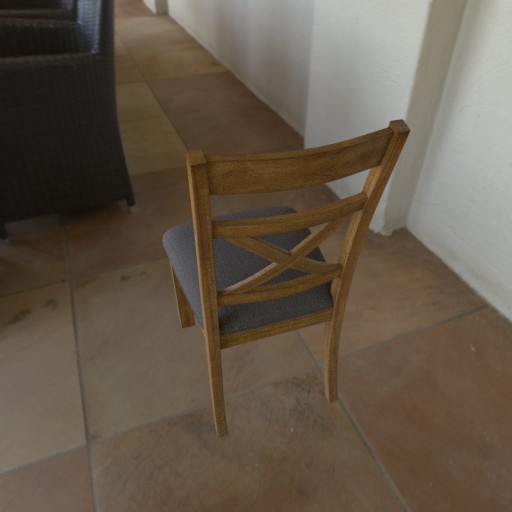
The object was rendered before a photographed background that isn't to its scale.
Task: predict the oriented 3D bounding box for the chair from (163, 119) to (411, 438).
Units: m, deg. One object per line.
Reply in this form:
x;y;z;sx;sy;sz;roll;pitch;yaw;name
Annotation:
0.000;0.000;1.257;0.470;0.949;0.581;-12;42;-14;chair
